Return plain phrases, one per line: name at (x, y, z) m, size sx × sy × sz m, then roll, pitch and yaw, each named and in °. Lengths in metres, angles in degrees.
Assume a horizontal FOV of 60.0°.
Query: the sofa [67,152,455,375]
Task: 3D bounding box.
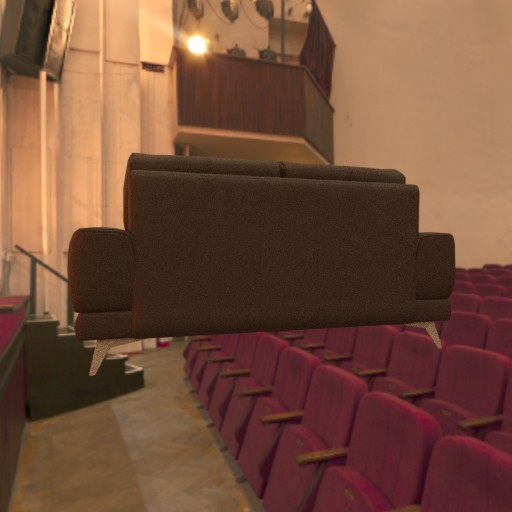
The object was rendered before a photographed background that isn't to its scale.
sofa at (0.000, 0.000, 2.389) m, size 1.806 × 0.907 × 1.018 m, roll 0°, pitch 1°, yaw -17°
